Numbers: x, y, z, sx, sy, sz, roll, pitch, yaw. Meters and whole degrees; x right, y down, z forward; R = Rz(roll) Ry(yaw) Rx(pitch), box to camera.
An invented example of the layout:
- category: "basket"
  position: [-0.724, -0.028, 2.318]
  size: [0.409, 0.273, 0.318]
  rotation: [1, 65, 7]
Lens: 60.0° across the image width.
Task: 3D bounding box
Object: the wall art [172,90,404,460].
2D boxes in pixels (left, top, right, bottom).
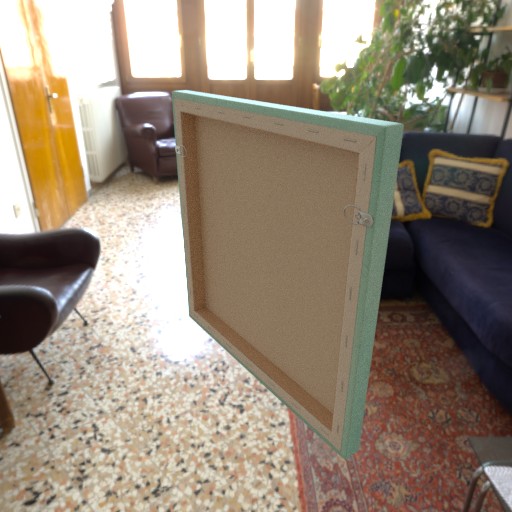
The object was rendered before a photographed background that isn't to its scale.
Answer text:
- category: "wall art"
  position: [0.000, 0.000, 1.166]
  size: [0.054, 0.766, 0.765]
  rotation: [-18, 31, -32]
